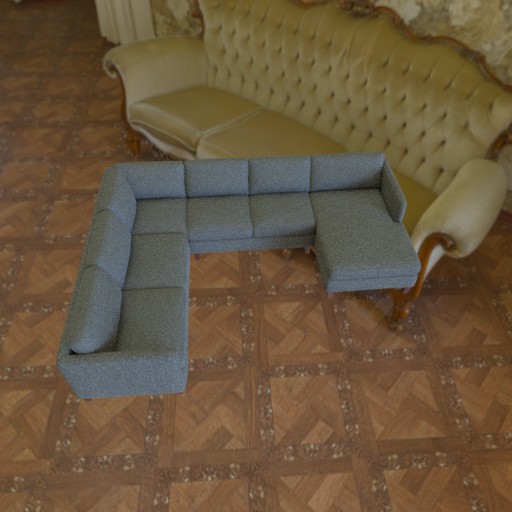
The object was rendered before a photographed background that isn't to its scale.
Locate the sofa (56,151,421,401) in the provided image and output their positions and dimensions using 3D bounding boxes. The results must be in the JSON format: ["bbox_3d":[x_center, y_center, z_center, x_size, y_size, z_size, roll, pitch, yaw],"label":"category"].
[{"bbox_3d":[0.000,0.000,4.428,3.238,0.853,2.551,-3,47,-3],"label":"sofa"}]
